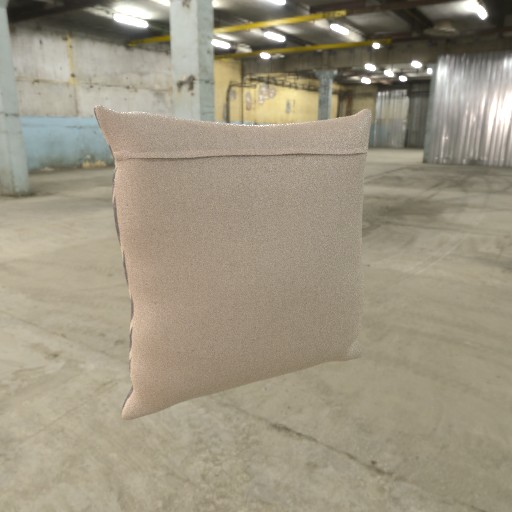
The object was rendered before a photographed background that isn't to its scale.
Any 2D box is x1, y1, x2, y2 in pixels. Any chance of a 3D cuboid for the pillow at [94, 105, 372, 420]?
[{"bbox_3d":[0.000,0.000,0.681,0.440,0.441,0.182,-8,17,-27],"label":"pillow"}]
